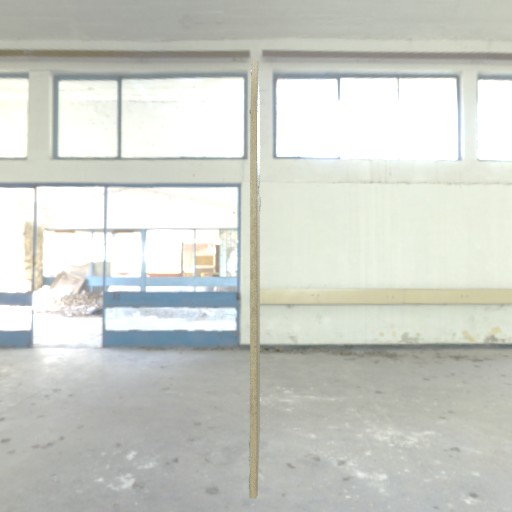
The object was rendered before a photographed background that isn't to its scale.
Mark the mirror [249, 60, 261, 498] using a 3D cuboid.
[{"bbox_3d":[0.000,0.000,1.310,0.025,1.175,0.464,0,-2,1],"label":"mirror"}]
